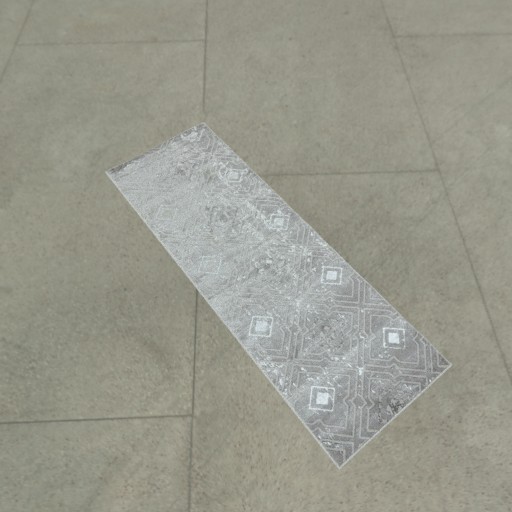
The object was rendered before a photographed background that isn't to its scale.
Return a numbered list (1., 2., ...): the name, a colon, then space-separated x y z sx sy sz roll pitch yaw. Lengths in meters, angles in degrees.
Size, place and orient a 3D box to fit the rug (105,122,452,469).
1. rug: 0.000 0.000 2.741 0.832 0.035 2.381 -33 64 -19
